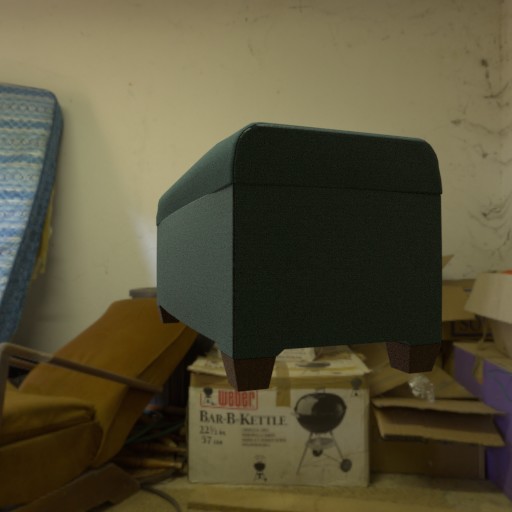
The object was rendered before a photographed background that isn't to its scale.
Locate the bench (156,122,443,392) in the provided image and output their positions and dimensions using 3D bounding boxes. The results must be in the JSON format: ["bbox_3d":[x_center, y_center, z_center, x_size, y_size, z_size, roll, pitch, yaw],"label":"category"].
[{"bbox_3d":[0.000,0.000,1.264,0.476,0.474,0.995,0,-1,-20],"label":"bench"}]
